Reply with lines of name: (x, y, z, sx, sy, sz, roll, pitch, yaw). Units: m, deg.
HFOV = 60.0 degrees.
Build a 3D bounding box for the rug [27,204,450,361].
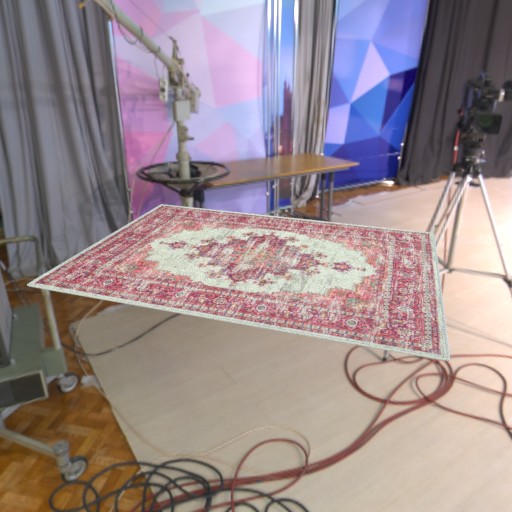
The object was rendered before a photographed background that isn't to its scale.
rug: (0.000, 0.000, 2.866, 2.232, 0.011, 1.555, 8, 25, 16)
